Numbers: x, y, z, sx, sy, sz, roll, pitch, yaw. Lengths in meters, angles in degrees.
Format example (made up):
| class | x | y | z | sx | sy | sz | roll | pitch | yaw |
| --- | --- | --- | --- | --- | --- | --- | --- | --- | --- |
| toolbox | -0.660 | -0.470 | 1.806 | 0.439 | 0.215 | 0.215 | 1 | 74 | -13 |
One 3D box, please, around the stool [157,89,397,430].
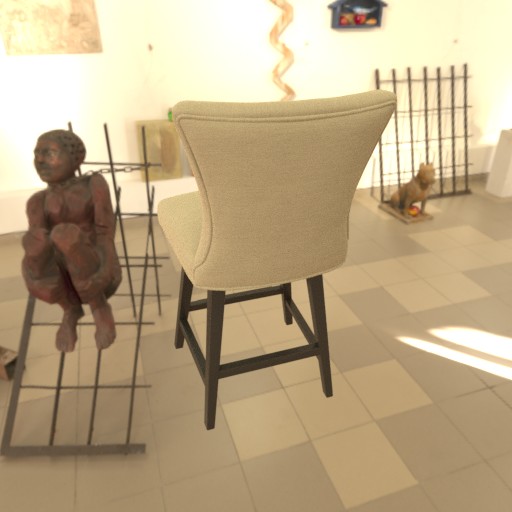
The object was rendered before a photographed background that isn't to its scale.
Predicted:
| class | x | y | z | sx | sy | sz | roll | pitch | yaw |
| --- | --- | --- | --- | --- | --- | --- | --- | --- | --- |
| stool | 0.000 | 0.000 | 1.354 | 0.514 | 1.000 | 0.574 | -9 | 30 | -16 |
